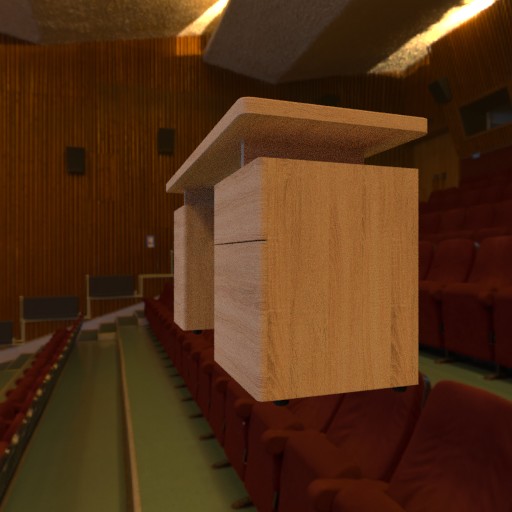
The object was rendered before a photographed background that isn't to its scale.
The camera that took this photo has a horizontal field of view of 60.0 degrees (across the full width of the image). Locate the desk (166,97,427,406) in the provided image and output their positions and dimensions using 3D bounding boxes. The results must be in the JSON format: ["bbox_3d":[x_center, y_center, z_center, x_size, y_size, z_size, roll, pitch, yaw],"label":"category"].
[{"bbox_3d":[0.000,0.000,1.801,0.550,0.760,1.400,0,0,-19],"label":"desk"}]
